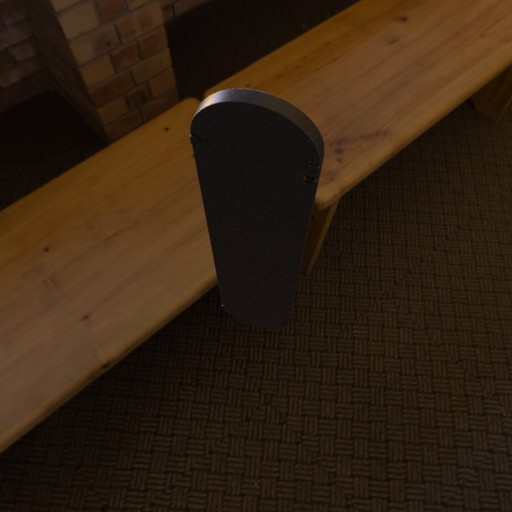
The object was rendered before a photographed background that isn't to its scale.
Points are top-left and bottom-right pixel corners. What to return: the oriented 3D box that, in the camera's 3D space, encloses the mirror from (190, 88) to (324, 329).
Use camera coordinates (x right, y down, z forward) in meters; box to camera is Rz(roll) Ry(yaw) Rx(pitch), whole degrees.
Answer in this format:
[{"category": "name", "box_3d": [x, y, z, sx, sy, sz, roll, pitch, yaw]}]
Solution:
[{"category": "mirror", "box_3d": [0.000, 0.000, 1.076, 0.222, 0.991, 0.032, 16, 64, 8]}]
